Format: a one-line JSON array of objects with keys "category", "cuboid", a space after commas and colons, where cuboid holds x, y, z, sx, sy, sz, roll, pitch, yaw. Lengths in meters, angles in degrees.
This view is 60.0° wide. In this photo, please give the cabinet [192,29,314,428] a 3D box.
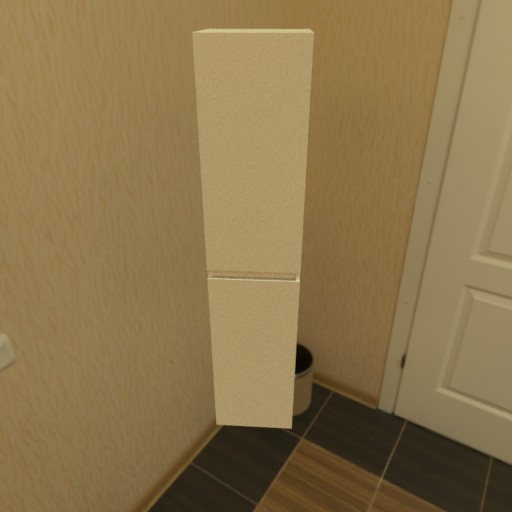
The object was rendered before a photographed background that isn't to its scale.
[{"category": "cabinet", "cuboid": [0.000, 0.000, 1.543, 0.300, 1.400, 0.269, 2, 29, 3]}]
